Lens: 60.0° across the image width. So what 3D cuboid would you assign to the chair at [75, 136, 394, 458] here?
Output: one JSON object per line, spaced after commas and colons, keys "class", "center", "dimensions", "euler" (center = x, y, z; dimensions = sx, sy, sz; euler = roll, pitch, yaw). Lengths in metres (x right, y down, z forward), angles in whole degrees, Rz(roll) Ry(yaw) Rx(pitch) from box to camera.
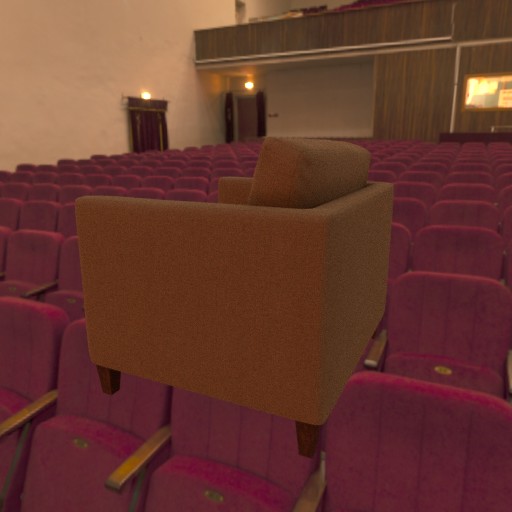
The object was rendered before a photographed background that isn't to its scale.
{"class": "chair", "center": [0.000, 0.000, 1.876], "dimensions": [0.959, 0.963, 1.107], "euler": [7, 16, 25]}
